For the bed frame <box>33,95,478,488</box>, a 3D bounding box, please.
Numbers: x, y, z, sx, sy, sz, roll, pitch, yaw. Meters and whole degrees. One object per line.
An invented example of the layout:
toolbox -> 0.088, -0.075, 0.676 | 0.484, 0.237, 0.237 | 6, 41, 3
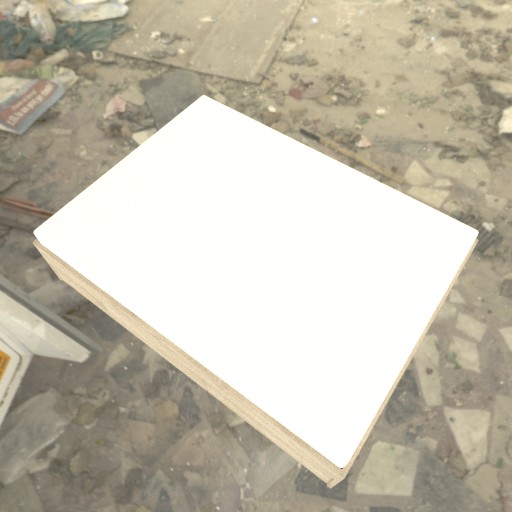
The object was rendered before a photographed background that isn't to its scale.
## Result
bed frame -> 0.000, 0.000, 2.532 | 1.944, 0.490, 1.448 | 32, 62, 19
